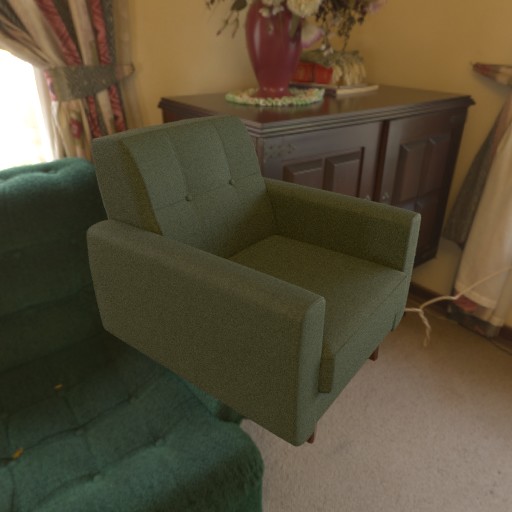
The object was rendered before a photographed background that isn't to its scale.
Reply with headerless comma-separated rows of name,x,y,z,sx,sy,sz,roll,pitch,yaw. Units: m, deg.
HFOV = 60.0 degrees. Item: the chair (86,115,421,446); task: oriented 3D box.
chair,0.000,0.000,1.559,0.909,0.841,0.831,18,32,32
